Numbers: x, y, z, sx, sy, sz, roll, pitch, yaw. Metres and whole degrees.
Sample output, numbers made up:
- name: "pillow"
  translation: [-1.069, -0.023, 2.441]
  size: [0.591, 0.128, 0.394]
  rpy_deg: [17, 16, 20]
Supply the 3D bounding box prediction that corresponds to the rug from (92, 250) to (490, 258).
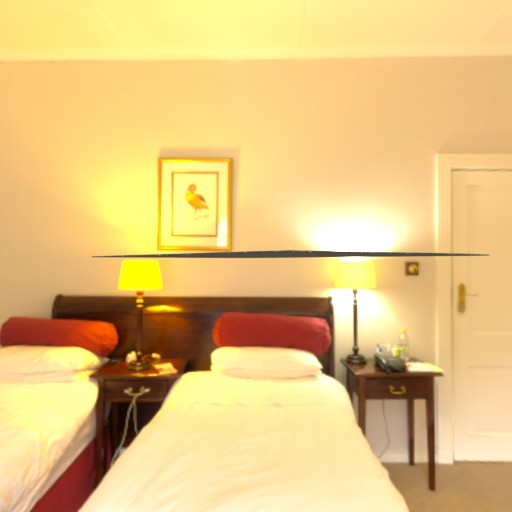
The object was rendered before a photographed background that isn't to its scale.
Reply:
- name: "rug"
  translation: [0.000, 0.000, 2.227]
  size: [1.102, 0.008, 1.795]
  rpy_deg: [1, -1, -37]
